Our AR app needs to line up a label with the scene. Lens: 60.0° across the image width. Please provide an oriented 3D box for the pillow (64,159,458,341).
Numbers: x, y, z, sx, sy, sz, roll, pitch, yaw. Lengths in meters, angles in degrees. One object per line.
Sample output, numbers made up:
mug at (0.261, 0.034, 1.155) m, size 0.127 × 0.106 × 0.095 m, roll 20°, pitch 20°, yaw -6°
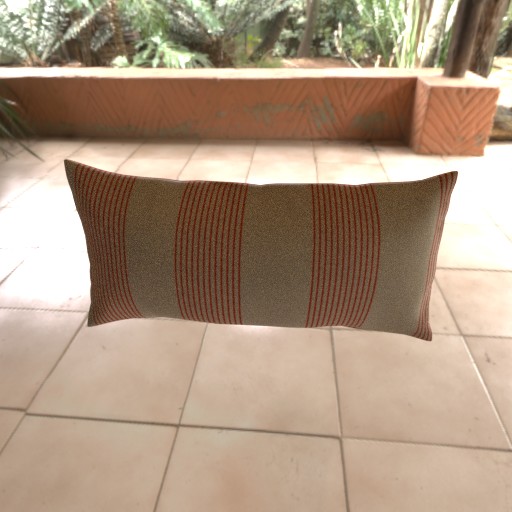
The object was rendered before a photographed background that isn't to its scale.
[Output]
pillow at (0.000, 0.000, 0.726) m, size 0.608 × 0.292 × 0.156 m, roll 2°, pitch 31°, yaw 3°
